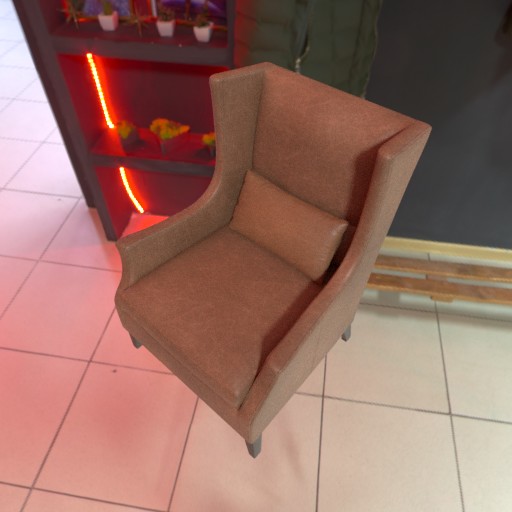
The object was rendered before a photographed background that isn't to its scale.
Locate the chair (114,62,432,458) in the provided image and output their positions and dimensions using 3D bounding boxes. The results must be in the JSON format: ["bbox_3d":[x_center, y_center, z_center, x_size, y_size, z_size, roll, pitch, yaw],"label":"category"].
[{"bbox_3d":[0.000,0.000,1.710,0.815,1.088,0.913,33,56,27],"label":"chair"}]
